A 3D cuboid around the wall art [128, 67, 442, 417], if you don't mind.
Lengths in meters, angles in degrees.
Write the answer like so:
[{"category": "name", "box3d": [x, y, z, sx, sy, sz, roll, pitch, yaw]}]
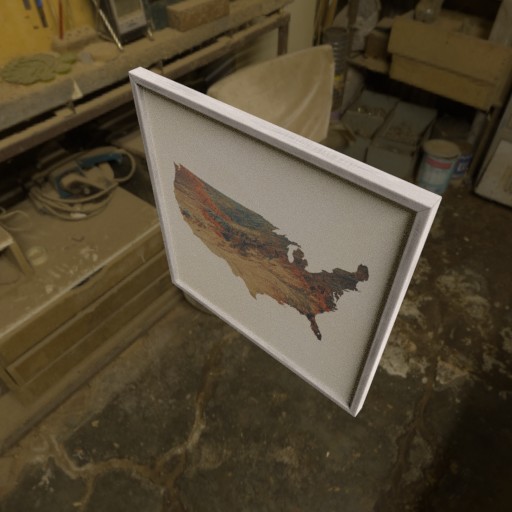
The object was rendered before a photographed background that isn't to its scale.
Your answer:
[{"category": "wall art", "box3d": [0.000, 0.000, 0.458, 0.303, 0.303, 0.015, 32, 54, 27]}]
